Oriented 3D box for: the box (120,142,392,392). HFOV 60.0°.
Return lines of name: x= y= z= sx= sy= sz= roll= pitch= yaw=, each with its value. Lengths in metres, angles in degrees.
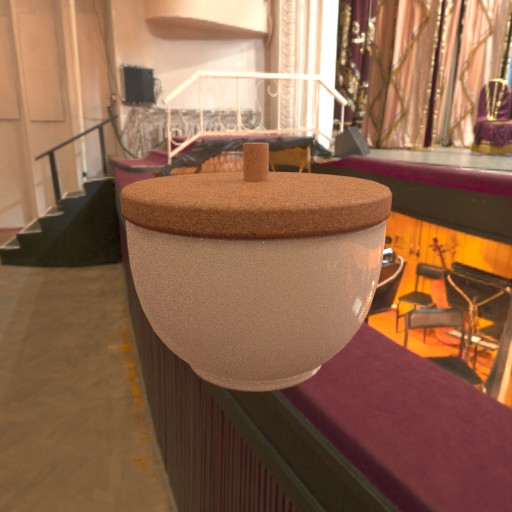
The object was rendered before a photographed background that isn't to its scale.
box: x=0.000 y=0.000 z=0.190 sx=0.107 sy=0.094 sz=0.107 roll=0 pitch=16 yaw=0
